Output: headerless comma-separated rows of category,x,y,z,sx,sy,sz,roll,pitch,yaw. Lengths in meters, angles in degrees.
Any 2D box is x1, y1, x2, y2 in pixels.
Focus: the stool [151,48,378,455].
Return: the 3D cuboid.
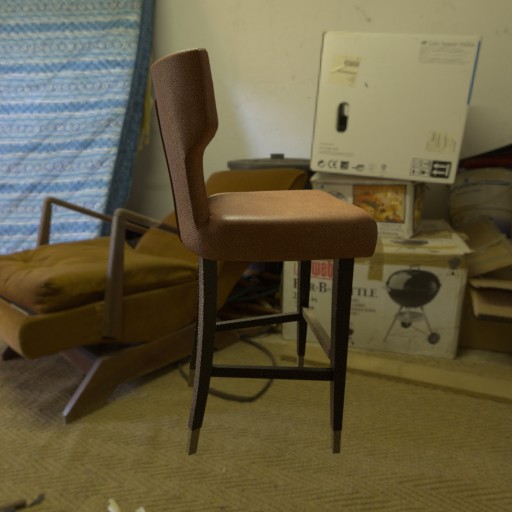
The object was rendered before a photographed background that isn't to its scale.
stool,0.000,0.000,1.362,0.563,1.092,0.526,-2,16,-7
